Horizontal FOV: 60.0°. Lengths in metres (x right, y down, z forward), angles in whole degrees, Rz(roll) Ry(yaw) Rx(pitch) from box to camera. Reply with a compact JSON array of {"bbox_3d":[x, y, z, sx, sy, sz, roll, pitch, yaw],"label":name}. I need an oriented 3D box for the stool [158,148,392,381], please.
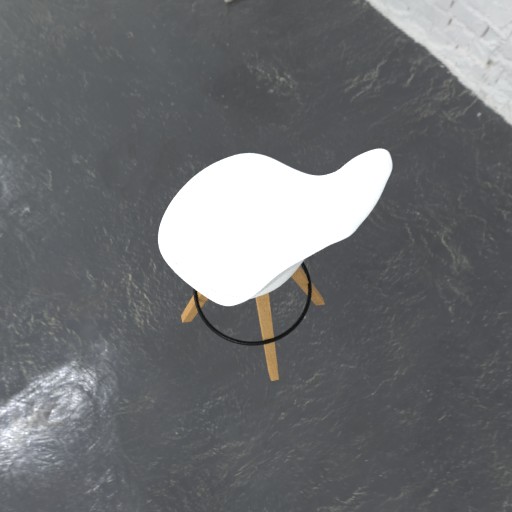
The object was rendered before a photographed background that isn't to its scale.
[{"bbox_3d":[0.000,0.000,1.407,0.549,1.115,0.482,30,68,14],"label":"stool"}]
